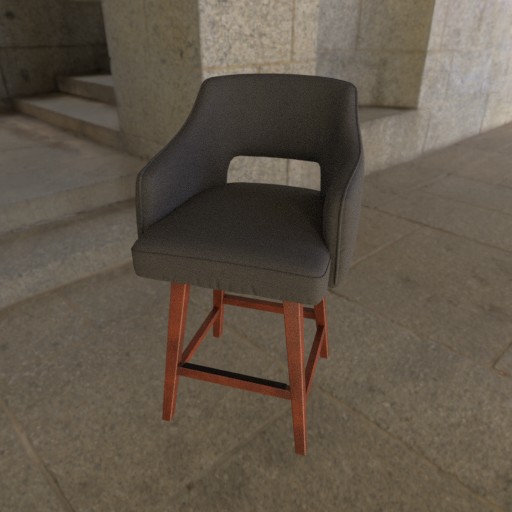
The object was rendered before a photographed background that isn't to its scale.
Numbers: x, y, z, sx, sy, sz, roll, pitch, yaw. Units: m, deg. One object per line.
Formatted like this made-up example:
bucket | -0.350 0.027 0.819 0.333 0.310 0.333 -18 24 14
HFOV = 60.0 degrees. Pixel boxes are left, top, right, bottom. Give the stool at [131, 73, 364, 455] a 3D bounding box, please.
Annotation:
stool | 0.000 0.000 1.257 0.548 0.912 0.558 8 29 15
